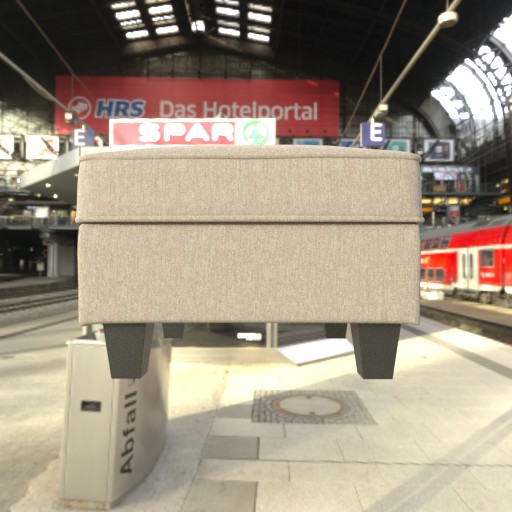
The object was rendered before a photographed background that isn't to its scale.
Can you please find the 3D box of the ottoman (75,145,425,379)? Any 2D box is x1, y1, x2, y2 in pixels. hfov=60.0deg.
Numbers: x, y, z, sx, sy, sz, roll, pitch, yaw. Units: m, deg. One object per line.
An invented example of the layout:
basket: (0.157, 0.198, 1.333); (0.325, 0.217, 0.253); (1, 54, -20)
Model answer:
ottoman: (0.000, 0.000, 1.415); (0.871, 0.612, 0.808); (0, -1, 0)
